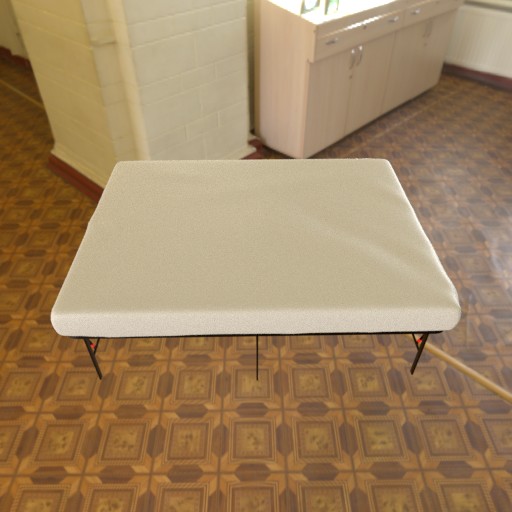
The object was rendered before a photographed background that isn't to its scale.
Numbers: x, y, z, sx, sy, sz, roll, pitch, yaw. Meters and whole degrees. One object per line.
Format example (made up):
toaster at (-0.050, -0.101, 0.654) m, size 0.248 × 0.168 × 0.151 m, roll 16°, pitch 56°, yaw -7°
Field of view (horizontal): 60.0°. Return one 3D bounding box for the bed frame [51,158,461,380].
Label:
bed frame at (0.000, 0.000, 2.980) m, size 2.151 × 0.667 × 1.584 m, roll -1°, pitch 41°, yaw -1°
